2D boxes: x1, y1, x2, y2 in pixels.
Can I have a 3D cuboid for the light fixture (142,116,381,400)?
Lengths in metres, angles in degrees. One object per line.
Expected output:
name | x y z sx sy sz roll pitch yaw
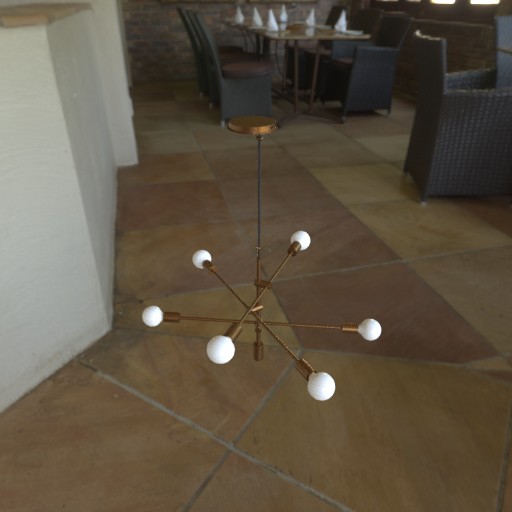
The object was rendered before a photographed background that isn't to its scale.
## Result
light fixture | 0.000 0.000 1.243 0.682 0.744 0.637 19 35 29
